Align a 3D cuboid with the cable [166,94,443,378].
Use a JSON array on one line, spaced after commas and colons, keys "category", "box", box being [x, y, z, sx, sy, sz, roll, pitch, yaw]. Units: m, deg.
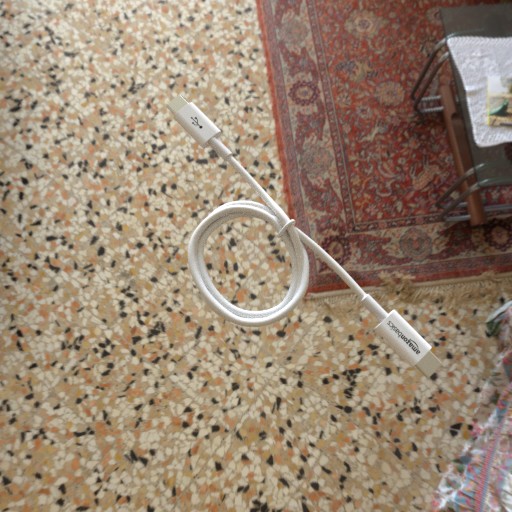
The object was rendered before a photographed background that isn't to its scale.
[{"category": "cable", "box": [0.000, 0.000, 0.229, 0.070, 0.014, 0.203, -41, 79, -10]}]
